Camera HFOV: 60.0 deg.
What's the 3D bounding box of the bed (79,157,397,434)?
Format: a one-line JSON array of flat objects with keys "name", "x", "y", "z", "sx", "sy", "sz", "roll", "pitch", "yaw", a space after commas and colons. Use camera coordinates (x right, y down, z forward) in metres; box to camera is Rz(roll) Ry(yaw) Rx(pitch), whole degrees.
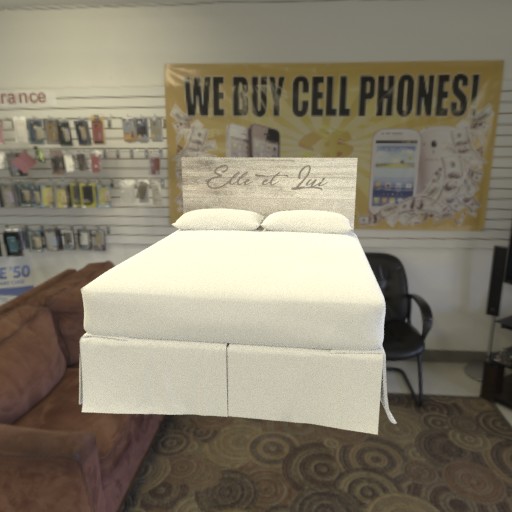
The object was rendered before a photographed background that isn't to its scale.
[{"name": "bed", "x": 0.000, "y": 0.000, "z": 3.170, "sx": 1.745, "sy": 1.335, "sz": 2.094, "roll": 2, "pitch": 14, "yaw": 8}]
